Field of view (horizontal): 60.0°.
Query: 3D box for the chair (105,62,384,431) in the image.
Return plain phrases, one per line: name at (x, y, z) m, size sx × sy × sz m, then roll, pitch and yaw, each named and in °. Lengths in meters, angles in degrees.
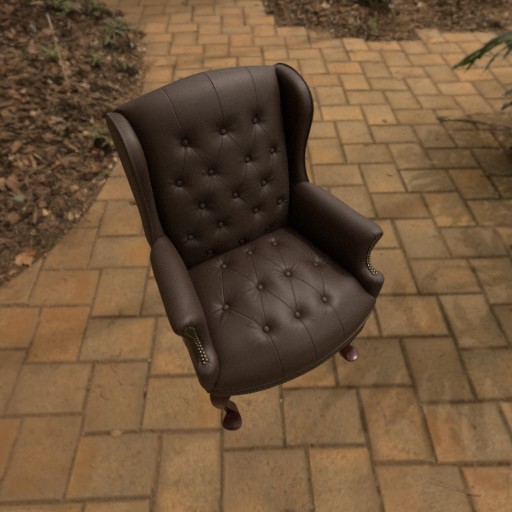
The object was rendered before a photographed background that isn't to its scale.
chair at (0.000, 0.000, 1.668) m, size 0.829 × 1.132 × 0.819 m, roll -24°, pitch 52°, yaw -20°
